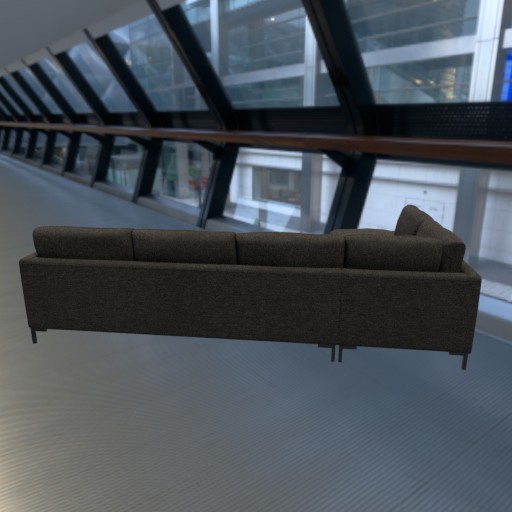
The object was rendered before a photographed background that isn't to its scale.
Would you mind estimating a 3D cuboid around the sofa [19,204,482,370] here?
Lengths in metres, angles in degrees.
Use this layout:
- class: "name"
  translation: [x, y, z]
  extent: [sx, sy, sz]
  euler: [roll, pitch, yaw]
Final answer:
- class: "sofa"
  translation: [0.000, 0.000, 3.728]
  extent: [2.949, 0.815, 2.007]
  euler: [2, 16, 7]
